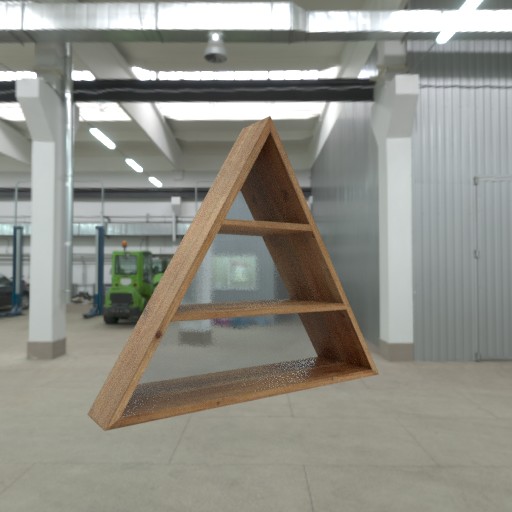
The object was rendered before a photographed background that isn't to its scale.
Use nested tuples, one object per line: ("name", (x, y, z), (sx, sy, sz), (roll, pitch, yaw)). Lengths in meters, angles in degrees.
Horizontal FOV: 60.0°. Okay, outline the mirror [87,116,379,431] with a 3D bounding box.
("mirror", (0.000, 0.000, 0.901), (0.631, 0.548, 0.100), (1, -2, -35))
